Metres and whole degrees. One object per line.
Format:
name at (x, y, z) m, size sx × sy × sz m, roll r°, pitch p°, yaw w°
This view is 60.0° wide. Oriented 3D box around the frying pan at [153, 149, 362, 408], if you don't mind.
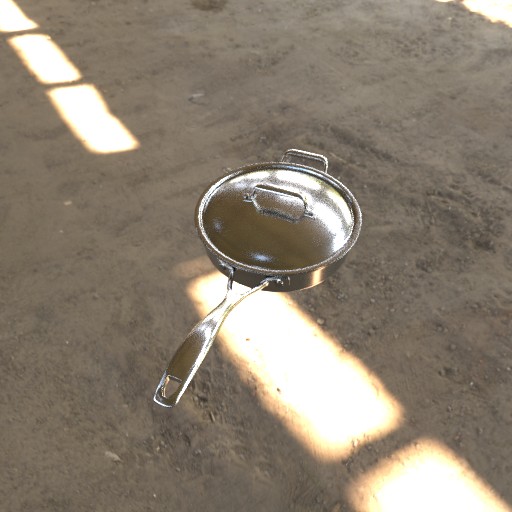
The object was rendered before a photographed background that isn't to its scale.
frying pan at (0.000, 0.000, 0.687) m, size 0.280 × 0.114 × 0.561 m, roll 16°, pitch 49°, yaw 14°
